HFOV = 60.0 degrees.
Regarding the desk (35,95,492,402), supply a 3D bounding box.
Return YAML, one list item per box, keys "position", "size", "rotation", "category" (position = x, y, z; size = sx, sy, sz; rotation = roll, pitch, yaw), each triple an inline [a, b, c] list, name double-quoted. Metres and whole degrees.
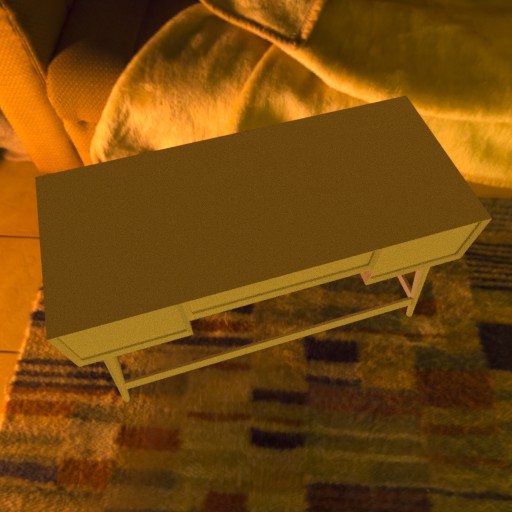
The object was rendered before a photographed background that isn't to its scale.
- position: [0.000, 0.000, 1.715]
  size: [1.313, 0.762, 0.589]
  rotation: [-15, 61, -8]
  category: "desk"
